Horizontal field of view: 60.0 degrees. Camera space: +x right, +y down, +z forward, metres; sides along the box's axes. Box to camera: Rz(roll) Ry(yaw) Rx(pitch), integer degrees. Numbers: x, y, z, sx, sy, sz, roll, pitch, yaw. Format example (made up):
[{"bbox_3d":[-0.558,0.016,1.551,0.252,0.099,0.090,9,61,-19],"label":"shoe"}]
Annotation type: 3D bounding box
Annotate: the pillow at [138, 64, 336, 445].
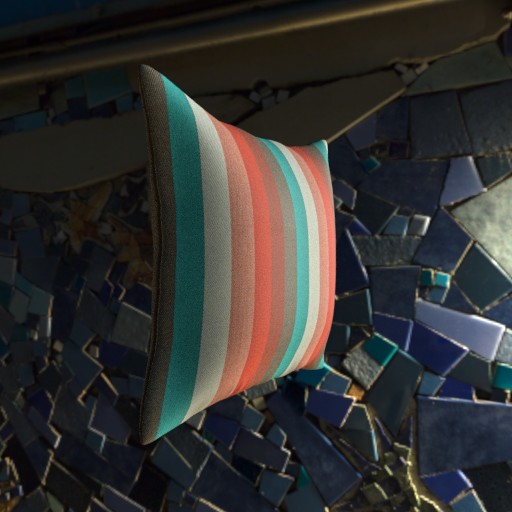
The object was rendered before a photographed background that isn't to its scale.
[{"bbox_3d":[0.000,0.000,0.686,0.168,0.443,0.453,1,1,36],"label":"pillow"}]
